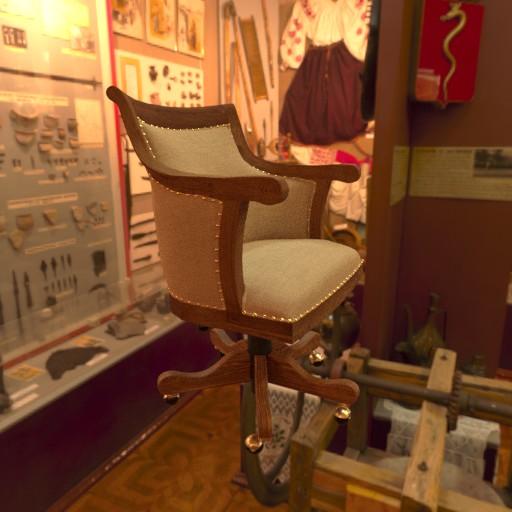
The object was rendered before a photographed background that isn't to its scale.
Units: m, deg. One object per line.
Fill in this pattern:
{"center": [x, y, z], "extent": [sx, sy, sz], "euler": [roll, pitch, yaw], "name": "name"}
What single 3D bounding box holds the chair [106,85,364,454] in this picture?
{"center": [0.000, 0.000, 1.382], "extent": [0.689, 0.965, 0.656], "euler": [7, 16, 27], "name": "chair"}
